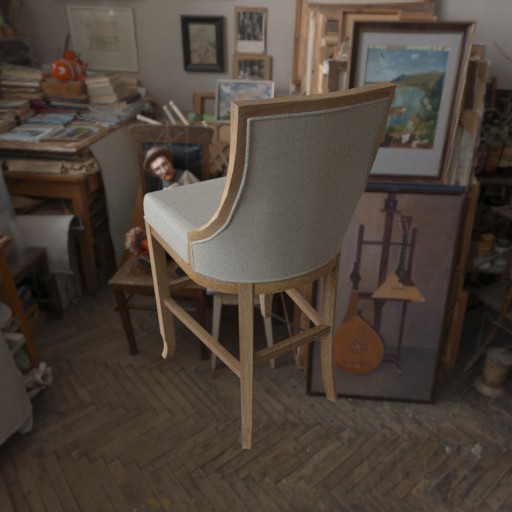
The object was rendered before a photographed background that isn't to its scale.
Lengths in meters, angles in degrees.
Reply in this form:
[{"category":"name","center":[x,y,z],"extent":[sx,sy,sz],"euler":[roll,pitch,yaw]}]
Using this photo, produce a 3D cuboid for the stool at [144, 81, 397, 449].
[{"category":"stool","center":[0.000,0.000,1.438],"extent":[0.524,1.101,0.626],"euler":[-18,35,-27]}]
